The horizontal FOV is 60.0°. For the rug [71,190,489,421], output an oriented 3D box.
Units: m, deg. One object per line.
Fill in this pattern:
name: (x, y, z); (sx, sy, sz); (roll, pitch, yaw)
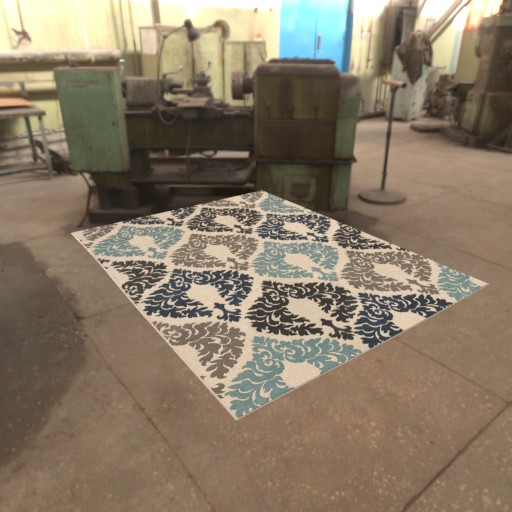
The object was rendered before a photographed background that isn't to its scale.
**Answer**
rug: (0.000, 0.000, 3.999); (2.423, 0.014, 3.040); (-18, 31, -32)
